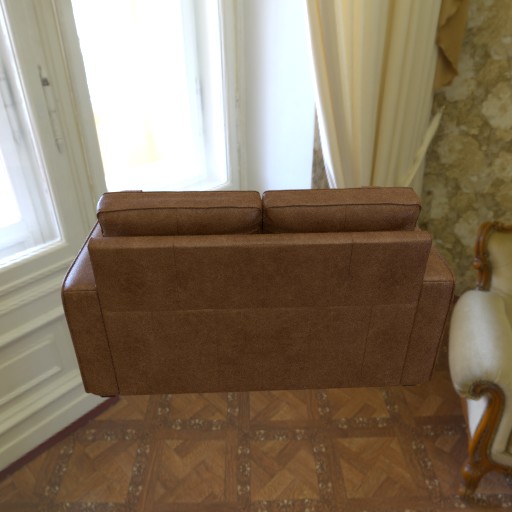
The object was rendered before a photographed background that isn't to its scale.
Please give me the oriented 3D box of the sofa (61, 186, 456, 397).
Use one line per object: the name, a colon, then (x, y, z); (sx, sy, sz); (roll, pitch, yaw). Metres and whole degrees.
sofa: (0.000, 0.000, 2.137); (1.532, 0.896, 1.020); (-1, 30, -2)
